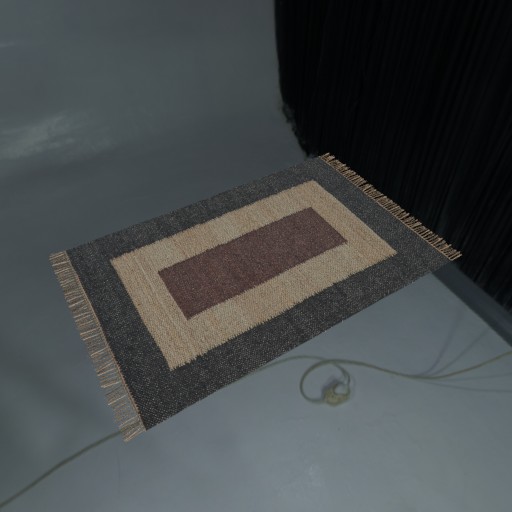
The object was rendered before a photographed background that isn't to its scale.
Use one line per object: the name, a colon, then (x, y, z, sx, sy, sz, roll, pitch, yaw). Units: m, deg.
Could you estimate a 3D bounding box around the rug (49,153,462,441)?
rug: (0.000, 0.000, 2.511, 2.021, 0.027, 1.224, -24, 51, -21)
